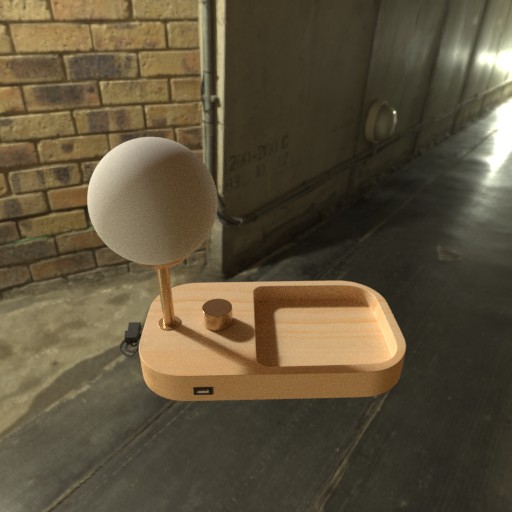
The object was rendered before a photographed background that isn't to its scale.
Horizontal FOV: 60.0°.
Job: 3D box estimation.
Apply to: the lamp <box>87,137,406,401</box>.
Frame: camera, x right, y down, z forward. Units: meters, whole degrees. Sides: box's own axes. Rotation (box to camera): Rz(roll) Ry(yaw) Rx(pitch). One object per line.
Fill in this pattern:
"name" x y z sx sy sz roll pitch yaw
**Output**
"lamp" 0.000 0.000 0.476 0.331 0.253 0.173 -1 30 -1
